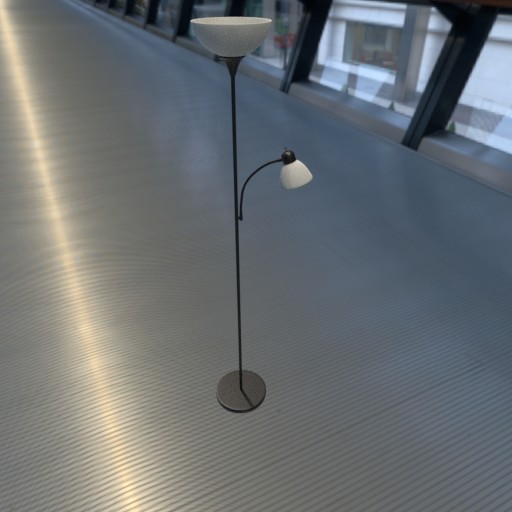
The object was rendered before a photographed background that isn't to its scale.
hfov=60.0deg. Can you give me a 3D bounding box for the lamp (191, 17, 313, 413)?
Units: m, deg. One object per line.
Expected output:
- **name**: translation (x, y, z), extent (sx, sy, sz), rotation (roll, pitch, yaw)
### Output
- **lamp**: translation (0.000, 0.000, 1.921), extent (0.442, 1.804, 0.279), rotation (10, 34, 15)
